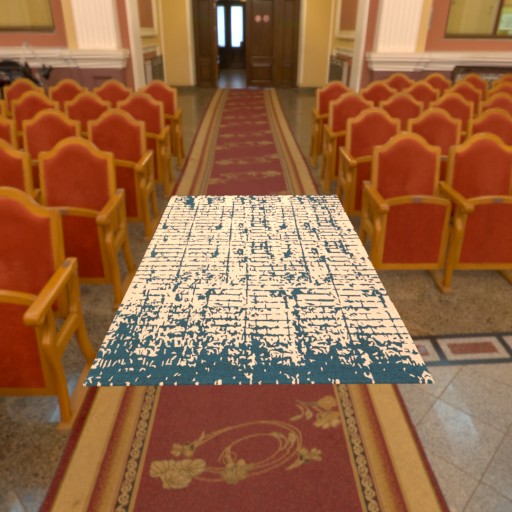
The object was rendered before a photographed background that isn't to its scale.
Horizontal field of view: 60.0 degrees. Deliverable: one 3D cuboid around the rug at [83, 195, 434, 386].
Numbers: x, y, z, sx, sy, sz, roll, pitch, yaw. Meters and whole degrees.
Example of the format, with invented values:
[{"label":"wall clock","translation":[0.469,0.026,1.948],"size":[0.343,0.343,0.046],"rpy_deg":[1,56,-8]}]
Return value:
[{"label":"rug","translation":[0.000,0.000,2.992],"size":[1.517,0.011,2.435],"rpy_deg":[0,27,-1]}]
